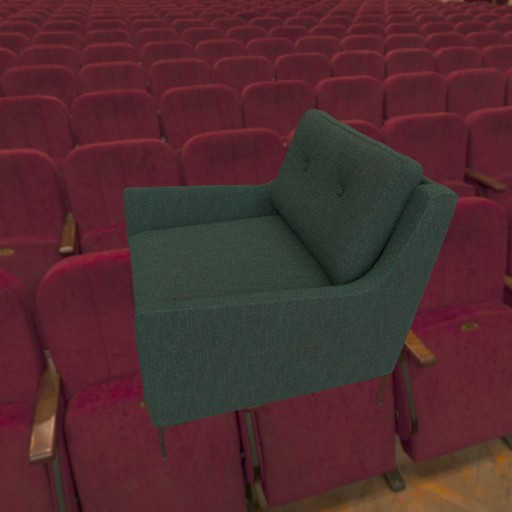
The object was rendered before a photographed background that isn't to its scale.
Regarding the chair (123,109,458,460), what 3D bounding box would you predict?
[{"bbox_3d":[0.000,0.000,1.531,0.849,0.828,0.847,-8,31,-14],"label":"chair"}]
